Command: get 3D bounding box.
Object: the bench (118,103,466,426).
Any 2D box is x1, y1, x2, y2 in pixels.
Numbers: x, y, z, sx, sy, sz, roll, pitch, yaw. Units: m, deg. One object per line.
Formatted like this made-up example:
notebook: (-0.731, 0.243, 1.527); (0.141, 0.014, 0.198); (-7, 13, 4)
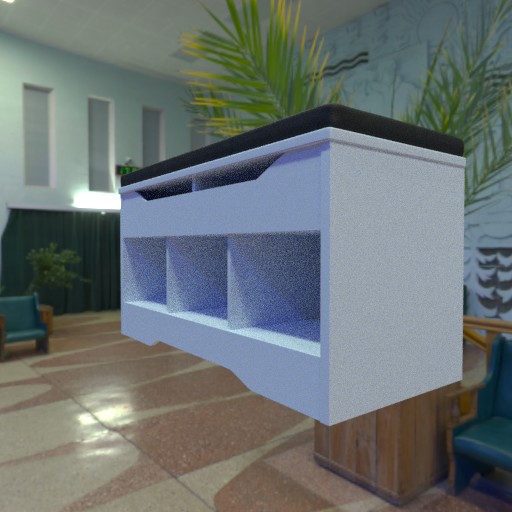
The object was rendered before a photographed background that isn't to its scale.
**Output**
bench: (0.000, 0.000, 1.147); (0.401, 0.500, 0.899); (-1, 2, -37)
